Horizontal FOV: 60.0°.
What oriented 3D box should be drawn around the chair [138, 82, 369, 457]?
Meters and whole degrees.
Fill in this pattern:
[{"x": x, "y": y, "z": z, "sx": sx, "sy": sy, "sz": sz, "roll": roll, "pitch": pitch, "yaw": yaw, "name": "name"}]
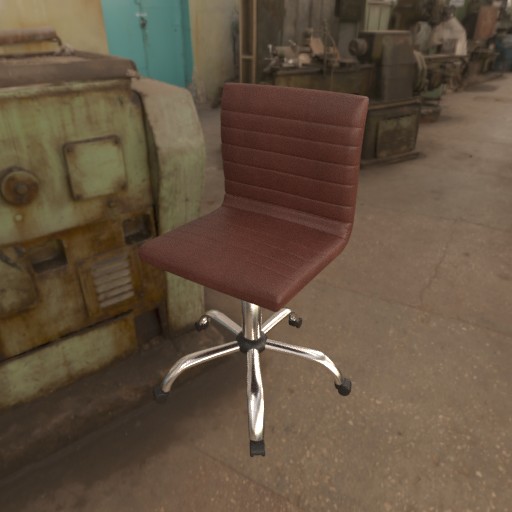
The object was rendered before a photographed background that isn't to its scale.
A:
[{"x": 0.000, "y": 0.000, "z": 1.137, "sx": 0.556, "sy": 0.780, "sz": 0.530, "roll": 18, "pitch": 34, "yaw": 28, "name": "chair"}]
